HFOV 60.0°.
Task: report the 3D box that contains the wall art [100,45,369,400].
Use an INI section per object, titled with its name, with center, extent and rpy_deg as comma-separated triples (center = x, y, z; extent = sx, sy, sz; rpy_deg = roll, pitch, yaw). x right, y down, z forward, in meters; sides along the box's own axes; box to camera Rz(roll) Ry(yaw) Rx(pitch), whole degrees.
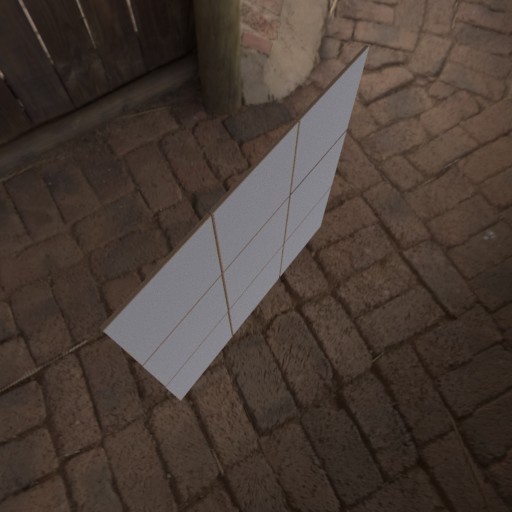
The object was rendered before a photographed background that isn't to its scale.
[wall art]
center = 0.000, 0.000, 2.267
extent = 0.017, 1.521, 1.527
rpy_deg = 35, 69, 15
